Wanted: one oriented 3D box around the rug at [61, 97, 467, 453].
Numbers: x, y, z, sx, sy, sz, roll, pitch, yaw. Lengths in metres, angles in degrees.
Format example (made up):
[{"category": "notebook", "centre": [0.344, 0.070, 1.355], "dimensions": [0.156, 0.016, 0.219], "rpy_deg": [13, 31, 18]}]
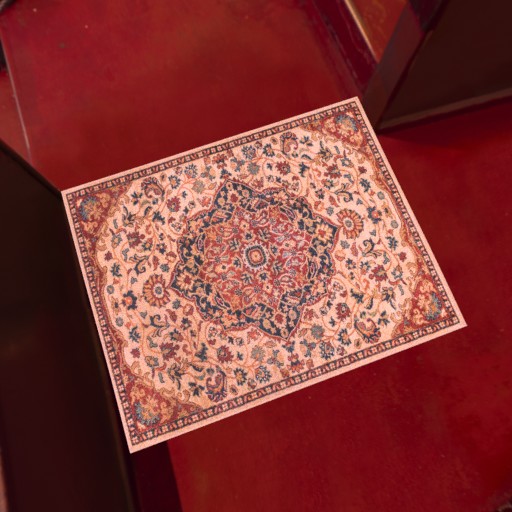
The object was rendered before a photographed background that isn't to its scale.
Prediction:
[{"category": "rug", "centre": [0.000, 0.000, 4.058], "dimensions": [3.067, 0.005, 2.454], "rpy_deg": [-19, 76, -5]}]
